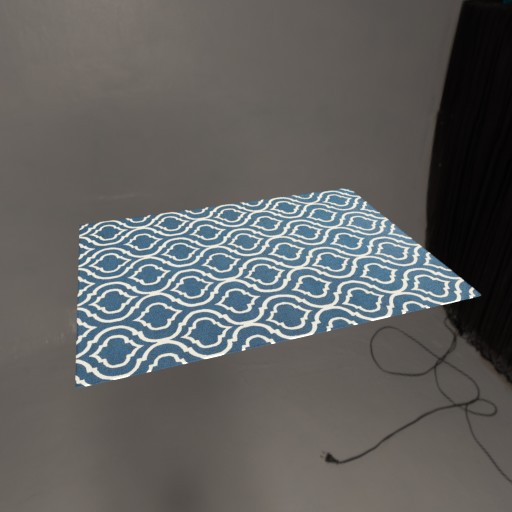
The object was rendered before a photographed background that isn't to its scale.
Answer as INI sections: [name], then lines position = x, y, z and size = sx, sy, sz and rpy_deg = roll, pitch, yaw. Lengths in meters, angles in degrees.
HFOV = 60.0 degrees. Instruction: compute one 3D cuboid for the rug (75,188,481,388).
[rug]
position = 0.000, 0.000, 4.408
size = 3.353, 0.010, 2.438
rpy_deg = -10, 34, -15
